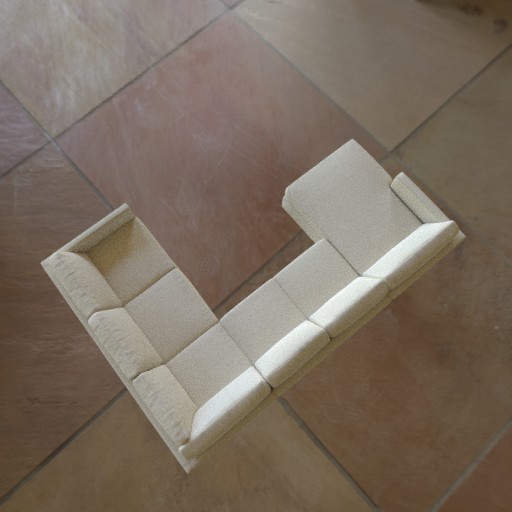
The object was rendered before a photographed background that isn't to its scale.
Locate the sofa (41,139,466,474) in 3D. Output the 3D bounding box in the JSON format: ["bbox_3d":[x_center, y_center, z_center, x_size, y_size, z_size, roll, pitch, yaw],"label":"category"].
[{"bbox_3d":[0.000,0.000,4.580,3.464,0.882,2.448,-38,78,-10],"label":"sofa"}]
